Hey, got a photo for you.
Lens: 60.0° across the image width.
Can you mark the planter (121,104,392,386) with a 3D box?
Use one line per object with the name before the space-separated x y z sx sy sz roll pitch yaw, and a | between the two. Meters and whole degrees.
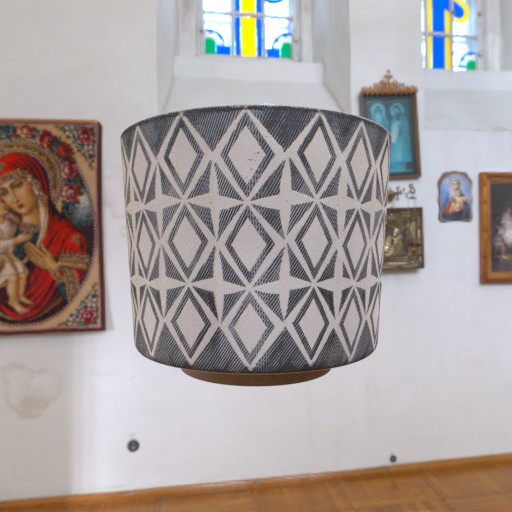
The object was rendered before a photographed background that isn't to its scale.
planter | 0.000 0.000 0.446 0.260 0.220 0.260 0 0 0
